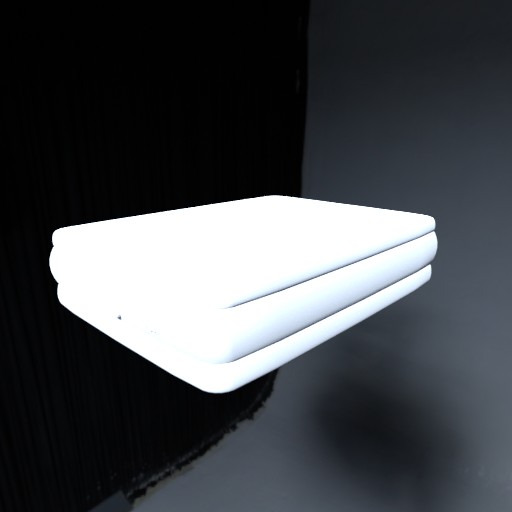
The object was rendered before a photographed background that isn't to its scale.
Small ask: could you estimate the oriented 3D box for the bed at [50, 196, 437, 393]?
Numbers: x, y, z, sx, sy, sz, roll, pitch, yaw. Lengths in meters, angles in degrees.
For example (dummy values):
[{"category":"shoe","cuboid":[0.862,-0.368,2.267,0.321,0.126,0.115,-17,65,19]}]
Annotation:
[{"category":"bed","cuboid":[0.000,0.000,2.723,1.520,0.460,2.036,15,22,42]}]
